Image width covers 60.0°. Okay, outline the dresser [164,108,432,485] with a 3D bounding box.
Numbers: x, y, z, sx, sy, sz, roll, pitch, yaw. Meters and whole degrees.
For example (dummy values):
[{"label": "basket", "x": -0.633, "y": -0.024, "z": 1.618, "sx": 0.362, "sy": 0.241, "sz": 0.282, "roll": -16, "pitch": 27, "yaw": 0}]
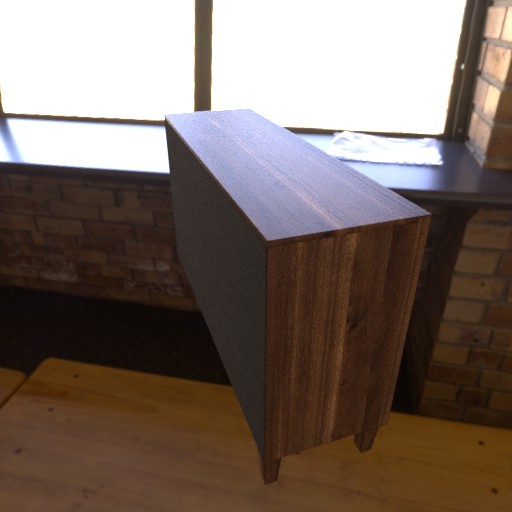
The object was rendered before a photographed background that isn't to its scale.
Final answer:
[{"label": "dresser", "x": 0.000, "y": 0.000, "z": 1.812, "sx": 0.438, "sy": 0.892, "sz": 1.387, "roll": -10, "pitch": 31, "yaw": -17}]
